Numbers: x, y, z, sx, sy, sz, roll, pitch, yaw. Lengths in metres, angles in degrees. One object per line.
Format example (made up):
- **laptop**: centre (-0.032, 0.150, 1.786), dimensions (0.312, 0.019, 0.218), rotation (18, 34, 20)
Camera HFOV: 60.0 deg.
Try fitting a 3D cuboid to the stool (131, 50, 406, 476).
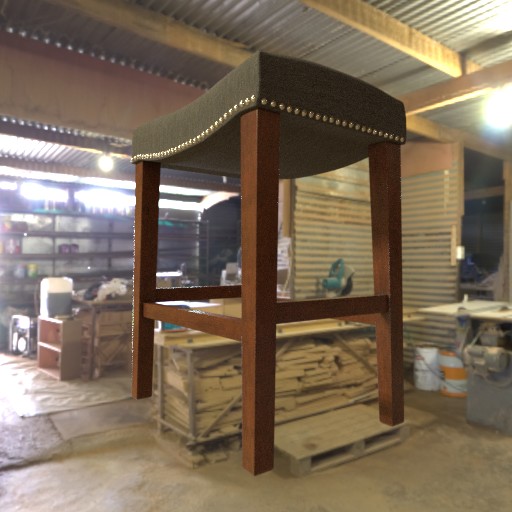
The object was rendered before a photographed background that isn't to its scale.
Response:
- **stool**: centre (0.000, 0.000, 0.950), dimensions (0.372, 0.654, 0.504), rotation (1, -1, -37)
